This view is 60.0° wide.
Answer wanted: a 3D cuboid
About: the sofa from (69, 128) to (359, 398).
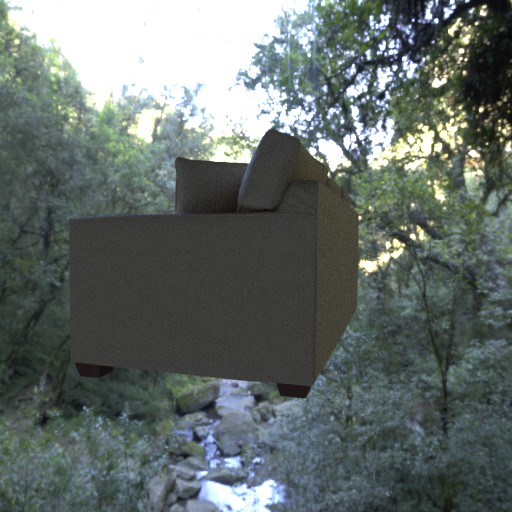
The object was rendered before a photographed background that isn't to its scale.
[{"bbox_3d":[0.000,0.000,2.557,1.034,0.946,1.963,0,1,17],"label":"sofa"}]
